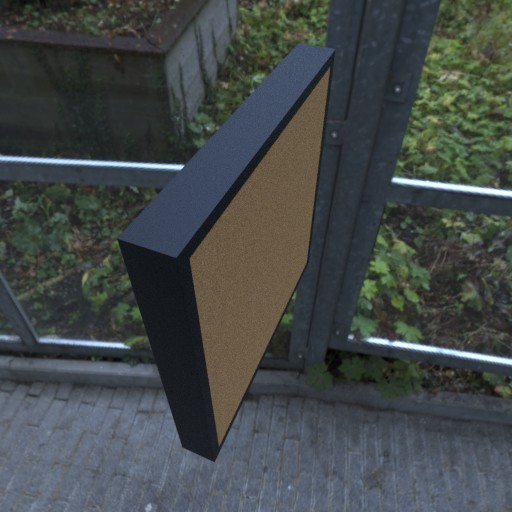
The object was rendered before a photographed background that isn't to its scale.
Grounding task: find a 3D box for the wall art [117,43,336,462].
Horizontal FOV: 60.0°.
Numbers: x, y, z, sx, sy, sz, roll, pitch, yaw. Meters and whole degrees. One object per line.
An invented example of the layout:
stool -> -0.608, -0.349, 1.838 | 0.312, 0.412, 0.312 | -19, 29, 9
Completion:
wall art -> 0.000, 0.000, 0.447 | 0.038, 0.304, 0.305 | 17, 48, 16
